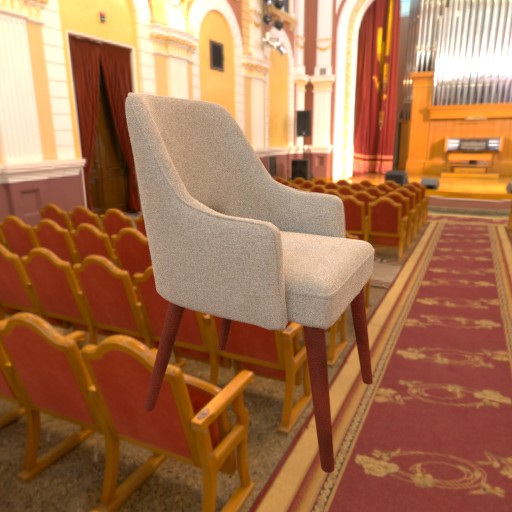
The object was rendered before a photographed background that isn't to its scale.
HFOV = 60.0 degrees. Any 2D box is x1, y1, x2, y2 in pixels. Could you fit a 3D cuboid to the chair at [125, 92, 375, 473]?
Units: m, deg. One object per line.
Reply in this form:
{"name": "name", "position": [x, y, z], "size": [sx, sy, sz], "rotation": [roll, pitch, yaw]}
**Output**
{"name": "chair", "position": [0.000, 0.000, 1.217], "size": [0.605, 0.849, 0.548], "rotation": [7, 17, 25]}
